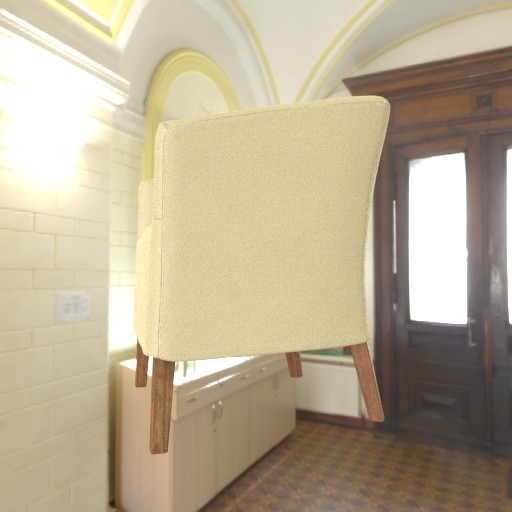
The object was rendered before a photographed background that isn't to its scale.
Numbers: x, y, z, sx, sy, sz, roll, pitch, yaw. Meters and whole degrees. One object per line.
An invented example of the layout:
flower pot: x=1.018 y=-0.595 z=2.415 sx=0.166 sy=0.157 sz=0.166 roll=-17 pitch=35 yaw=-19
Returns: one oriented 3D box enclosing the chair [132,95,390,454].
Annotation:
chair: x=0.000 y=0.000 z=1.272 sx=0.657 sy=0.822 sz=0.643 roll=1 pitch=-3 yaw=-18
